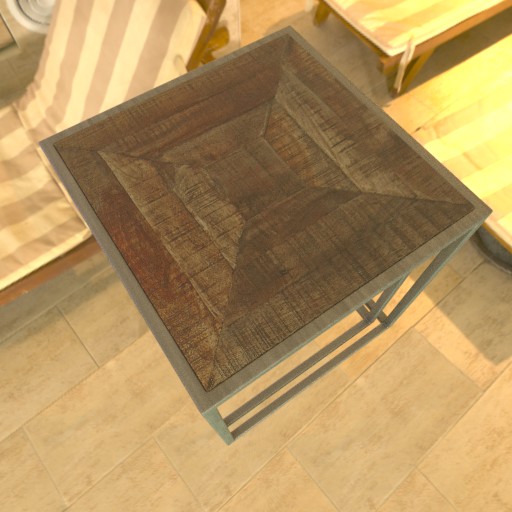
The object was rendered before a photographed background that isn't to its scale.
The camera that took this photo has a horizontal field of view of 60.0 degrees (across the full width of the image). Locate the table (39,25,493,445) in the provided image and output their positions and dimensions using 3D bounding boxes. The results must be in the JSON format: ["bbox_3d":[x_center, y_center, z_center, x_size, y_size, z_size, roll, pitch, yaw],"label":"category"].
[{"bbox_3d":[0.000,0.000,0.828,0.449,0.500,0.450,-32,67,-15],"label":"table"}]
